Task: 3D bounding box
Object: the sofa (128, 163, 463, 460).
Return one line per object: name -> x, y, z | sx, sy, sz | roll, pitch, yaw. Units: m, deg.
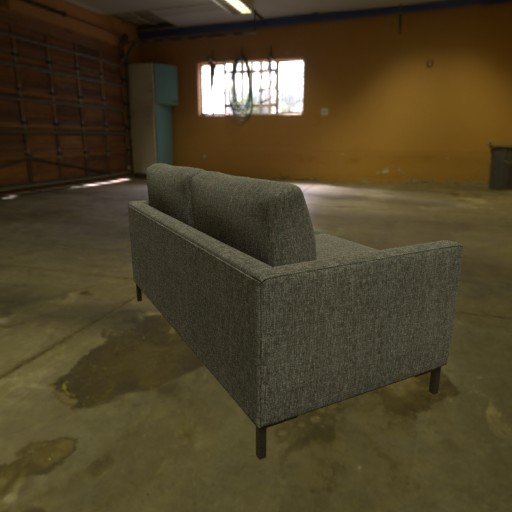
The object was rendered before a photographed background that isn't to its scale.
sofa -> 0.000, 0.000, 2.193 | 0.866, 0.862, 1.716 | -8, 17, -27
